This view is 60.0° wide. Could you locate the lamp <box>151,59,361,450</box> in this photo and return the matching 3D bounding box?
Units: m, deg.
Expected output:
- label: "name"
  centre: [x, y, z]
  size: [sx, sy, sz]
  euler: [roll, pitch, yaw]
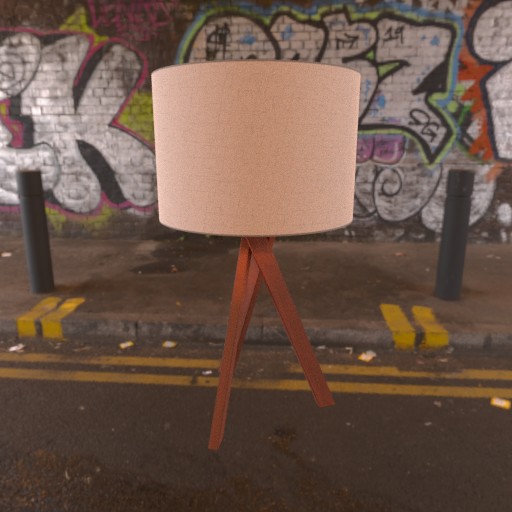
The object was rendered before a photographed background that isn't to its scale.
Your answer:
- label: "lamp"
  centre: [0.000, 0.000, 0.910]
  size: [0.380, 0.686, 0.380]
  euler: [14, 20, 43]
